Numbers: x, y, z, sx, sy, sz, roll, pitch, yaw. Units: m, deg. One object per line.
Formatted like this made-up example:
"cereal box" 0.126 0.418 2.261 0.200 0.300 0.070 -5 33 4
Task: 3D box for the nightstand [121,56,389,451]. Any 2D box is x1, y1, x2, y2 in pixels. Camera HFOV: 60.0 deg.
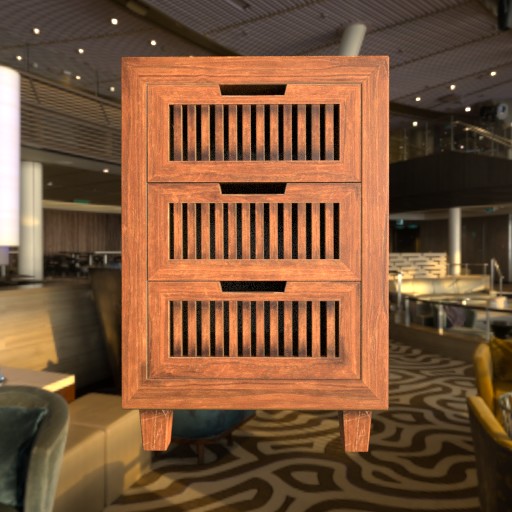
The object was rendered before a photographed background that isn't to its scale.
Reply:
"nightstand" 0.000 0.000 0.973 0.465 0.695 0.410 0 0 1
